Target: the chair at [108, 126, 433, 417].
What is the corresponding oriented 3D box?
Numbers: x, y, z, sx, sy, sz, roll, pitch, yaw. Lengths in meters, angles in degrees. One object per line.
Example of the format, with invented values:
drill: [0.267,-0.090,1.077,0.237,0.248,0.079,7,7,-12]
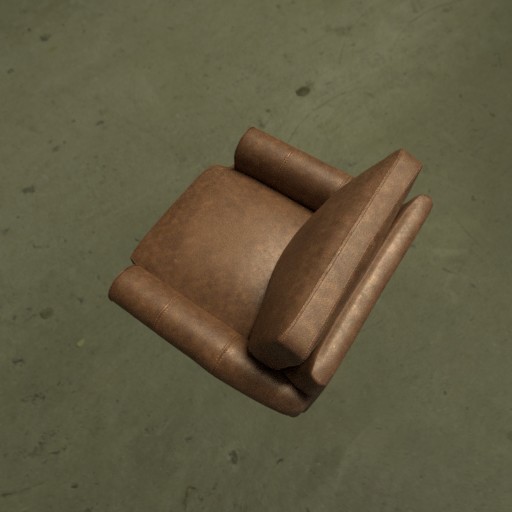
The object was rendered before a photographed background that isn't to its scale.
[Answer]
chair: [0.000,0.000,1.828,1.002,0.976,0.996,31,68,14]
